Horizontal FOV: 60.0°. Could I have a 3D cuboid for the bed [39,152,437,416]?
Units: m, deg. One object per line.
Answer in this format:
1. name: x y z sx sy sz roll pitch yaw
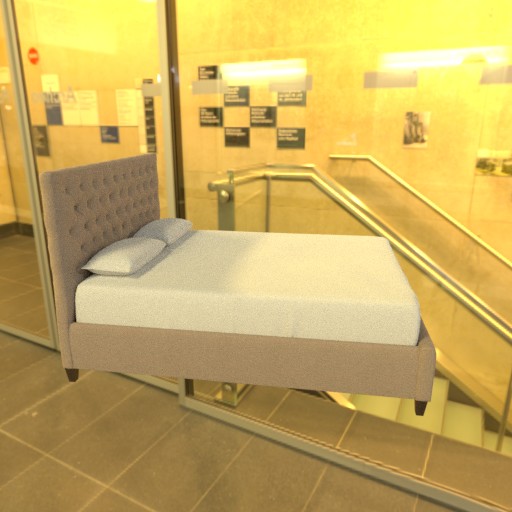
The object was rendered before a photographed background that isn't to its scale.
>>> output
1. bed: 0.000 0.000 3.424 2.387 1.427 1.698 3 17 9
